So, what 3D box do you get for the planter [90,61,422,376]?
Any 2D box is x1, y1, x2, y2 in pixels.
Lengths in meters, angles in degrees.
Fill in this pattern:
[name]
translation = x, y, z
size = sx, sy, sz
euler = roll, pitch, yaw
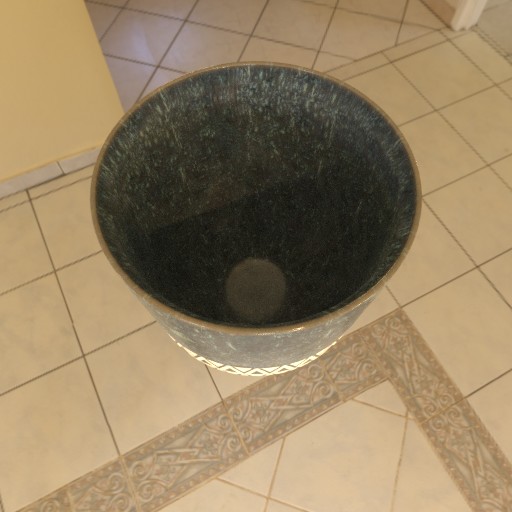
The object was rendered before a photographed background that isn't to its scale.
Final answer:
[planter]
translation = 0.000, 0.000, 0.358
size = 0.195, 0.214, 0.195
euler = 0, 63, 0
